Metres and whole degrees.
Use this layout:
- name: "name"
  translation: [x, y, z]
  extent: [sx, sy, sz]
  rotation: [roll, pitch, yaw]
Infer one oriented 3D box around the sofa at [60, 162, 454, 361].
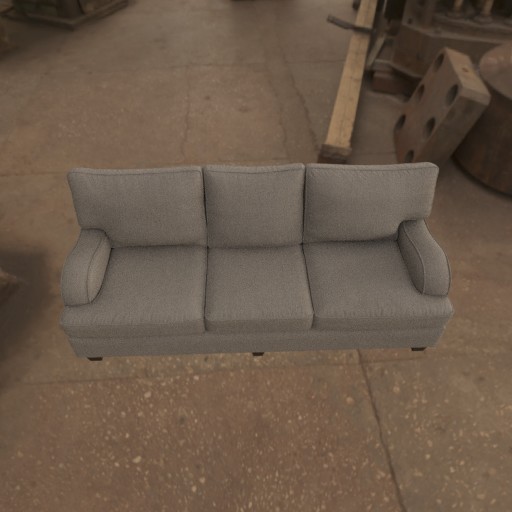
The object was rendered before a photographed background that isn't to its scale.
- name: "sofa"
  translation: [0.000, 0.000, 2.874]
  extent: [2.323, 0.991, 1.016]
  rotation: [-1, 46, -1]
